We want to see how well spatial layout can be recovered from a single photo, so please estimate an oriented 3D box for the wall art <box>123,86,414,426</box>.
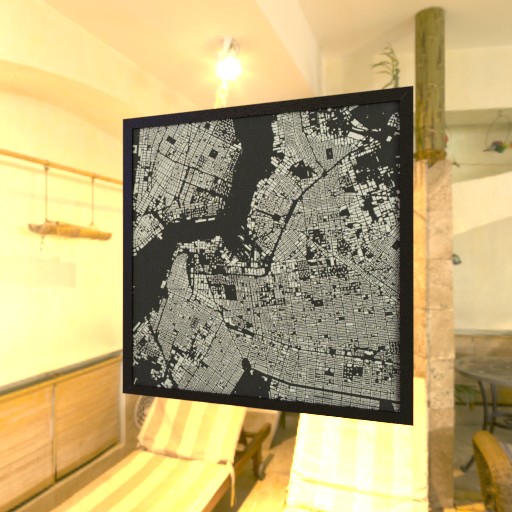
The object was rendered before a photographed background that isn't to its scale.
[{"bbox_3d":[0.000,0.000,0.756,0.506,0.506,0.038,0,0,18],"label":"wall art"}]
